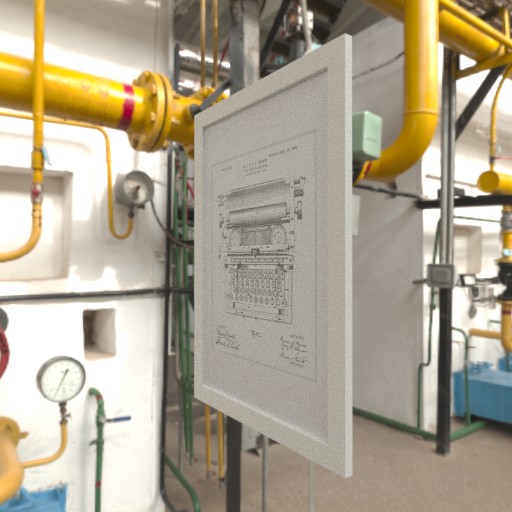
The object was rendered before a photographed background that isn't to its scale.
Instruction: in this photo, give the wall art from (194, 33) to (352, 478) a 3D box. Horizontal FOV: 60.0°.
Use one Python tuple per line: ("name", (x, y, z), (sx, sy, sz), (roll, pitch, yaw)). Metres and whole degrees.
("wall art", (0.000, 0.000, 0.688), (0.013, 0.533, 0.381), (0, 0, -36))
